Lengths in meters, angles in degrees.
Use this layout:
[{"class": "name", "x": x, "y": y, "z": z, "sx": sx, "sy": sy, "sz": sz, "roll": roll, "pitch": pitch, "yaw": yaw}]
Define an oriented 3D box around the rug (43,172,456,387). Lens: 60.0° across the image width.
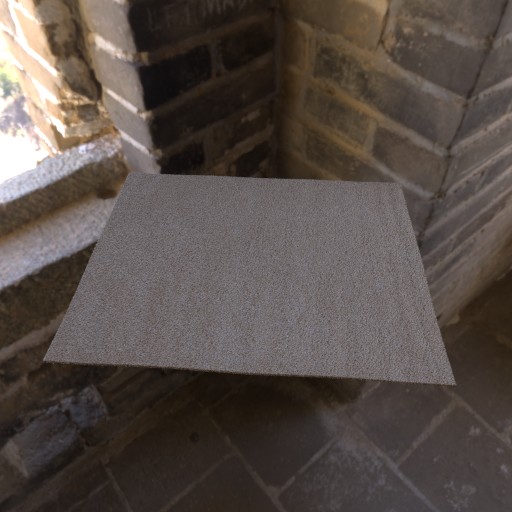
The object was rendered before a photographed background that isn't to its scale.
[{"class": "rug", "x": 0.000, "y": 0.000, "z": 4.049, "sx": 3.000, "sy": 0.026, "sz": 2.400, "roll": 3, "pitch": 46, "yaw": 3}]
